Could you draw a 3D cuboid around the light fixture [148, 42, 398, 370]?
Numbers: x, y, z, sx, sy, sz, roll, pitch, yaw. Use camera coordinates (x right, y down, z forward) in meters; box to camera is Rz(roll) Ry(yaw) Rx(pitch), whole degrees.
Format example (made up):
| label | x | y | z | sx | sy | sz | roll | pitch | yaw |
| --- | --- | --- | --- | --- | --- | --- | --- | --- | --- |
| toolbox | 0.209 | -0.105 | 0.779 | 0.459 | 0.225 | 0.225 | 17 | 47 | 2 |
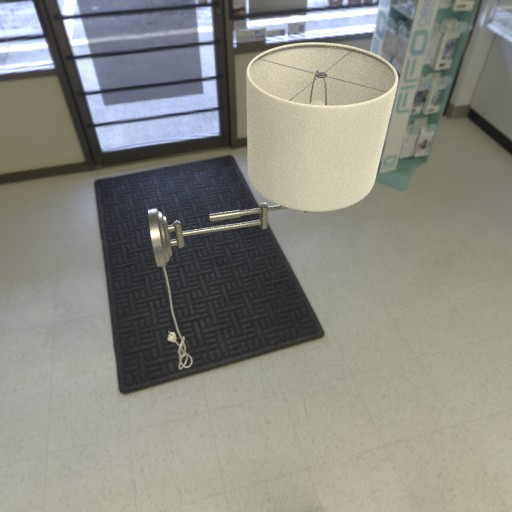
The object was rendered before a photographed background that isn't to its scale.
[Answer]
| label | x | y | z | sx | sy | sz | roll | pitch | yaw |
| --- | --- | --- | --- | --- | --- | --- | --- | --- | --- |
| light fixture | 0.000 | 0.000 | 1.029 | 0.479 | 0.842 | 0.253 | -9 | 46 | -9 |
